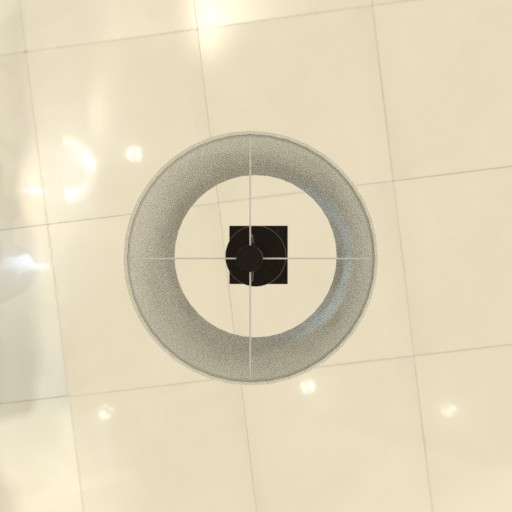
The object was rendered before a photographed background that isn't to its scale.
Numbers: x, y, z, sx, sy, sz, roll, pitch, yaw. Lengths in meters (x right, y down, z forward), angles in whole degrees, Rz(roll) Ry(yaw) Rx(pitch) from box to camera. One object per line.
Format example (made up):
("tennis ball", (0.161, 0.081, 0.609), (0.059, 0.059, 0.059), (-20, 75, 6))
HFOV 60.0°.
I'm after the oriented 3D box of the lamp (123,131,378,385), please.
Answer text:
("lamp", (0.000, 0.000, 0.607), (0.211, 0.509, 0.211), (0, 90, 1))
